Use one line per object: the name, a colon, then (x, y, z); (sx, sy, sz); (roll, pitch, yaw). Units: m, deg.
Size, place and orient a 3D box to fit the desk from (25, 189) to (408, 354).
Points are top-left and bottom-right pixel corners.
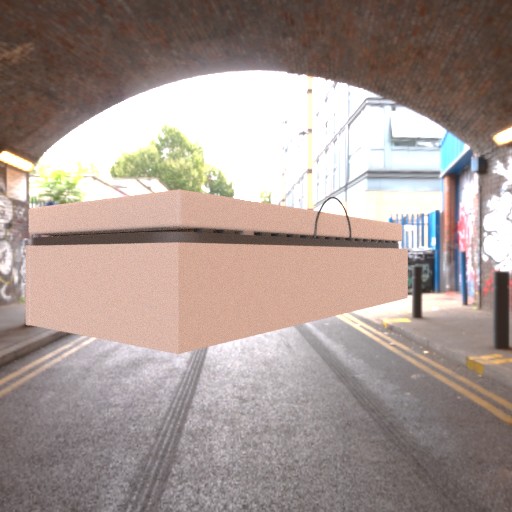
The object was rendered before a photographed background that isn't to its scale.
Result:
desk: (0.000, 0.000, 2.228); (0.900, 0.526, 1.900); (0, 0, 37)
